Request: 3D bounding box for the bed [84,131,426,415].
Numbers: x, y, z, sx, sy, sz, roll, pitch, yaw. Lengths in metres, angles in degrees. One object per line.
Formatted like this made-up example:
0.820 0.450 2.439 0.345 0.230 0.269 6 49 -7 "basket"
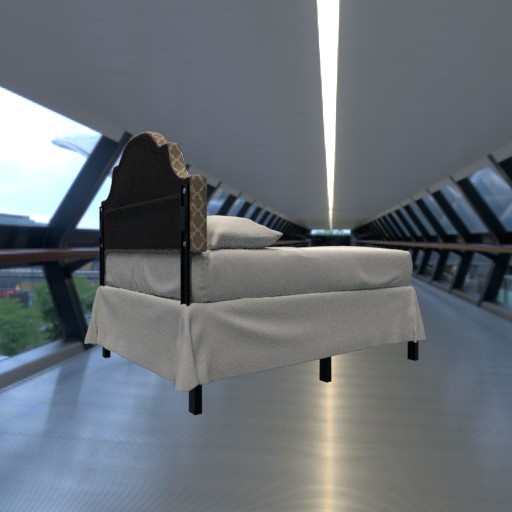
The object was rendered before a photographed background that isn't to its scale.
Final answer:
0.000 0.000 3.522 2.222 1.633 1.780 -1 1 -36 "bed"
